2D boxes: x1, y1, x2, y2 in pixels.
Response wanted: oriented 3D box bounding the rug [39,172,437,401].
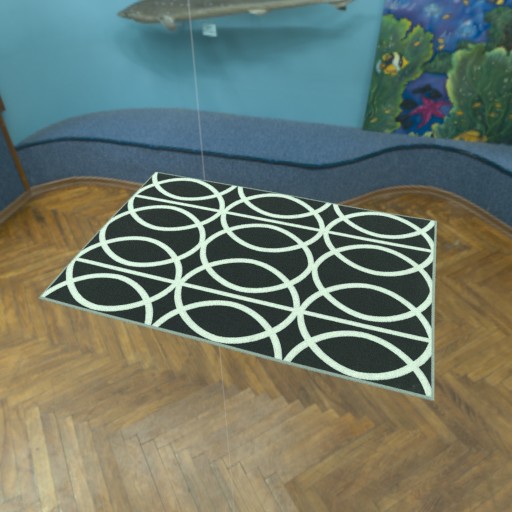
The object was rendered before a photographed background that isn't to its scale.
[{"bbox_3d":[0.000,0.000,2.950,2.290,0.014,1.526,12,43,13],"label":"rug"}]
